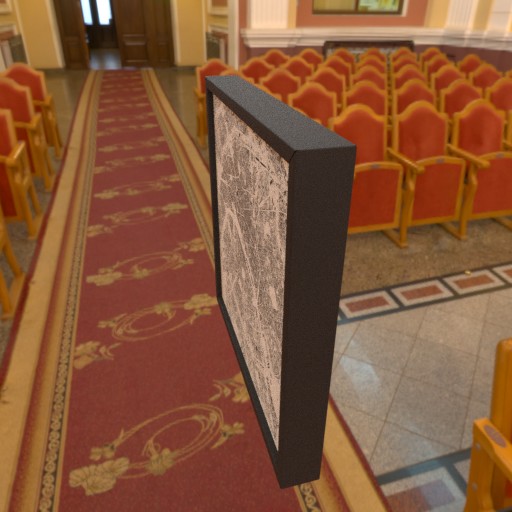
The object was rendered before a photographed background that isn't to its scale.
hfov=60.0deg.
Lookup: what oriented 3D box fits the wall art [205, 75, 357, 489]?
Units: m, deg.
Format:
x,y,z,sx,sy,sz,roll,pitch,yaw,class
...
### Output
x,y,z,sx,sy,sz,roll,pitch,yaw,class
0.000,0.000,0.450,0.037,0.305,0.305,-8,30,-13,wall art
